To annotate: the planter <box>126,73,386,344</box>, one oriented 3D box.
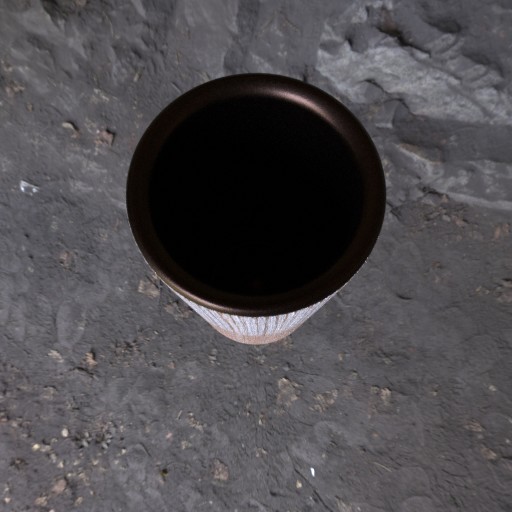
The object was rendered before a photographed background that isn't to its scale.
[{"bbox_3d":[0.000,0.000,0.277,0.100,0.227,0.100,2,76,0],"label":"planter"}]
